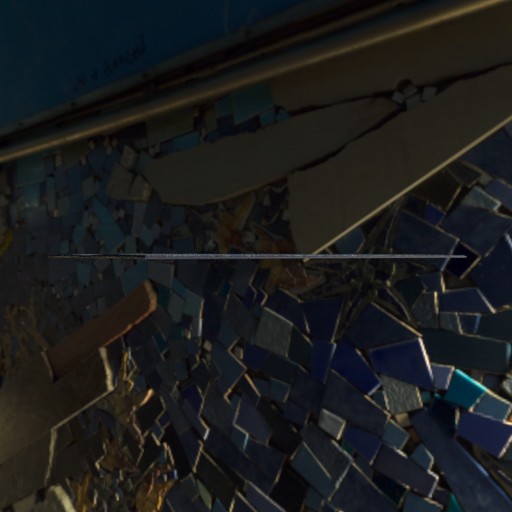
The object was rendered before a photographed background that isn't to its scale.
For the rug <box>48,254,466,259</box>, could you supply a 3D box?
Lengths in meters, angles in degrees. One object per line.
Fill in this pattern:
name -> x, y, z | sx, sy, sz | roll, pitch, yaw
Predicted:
rug -> 0.000, 0.000, 4.769 | 3.612, 0.035, 2.716 | 0, 0, -36
